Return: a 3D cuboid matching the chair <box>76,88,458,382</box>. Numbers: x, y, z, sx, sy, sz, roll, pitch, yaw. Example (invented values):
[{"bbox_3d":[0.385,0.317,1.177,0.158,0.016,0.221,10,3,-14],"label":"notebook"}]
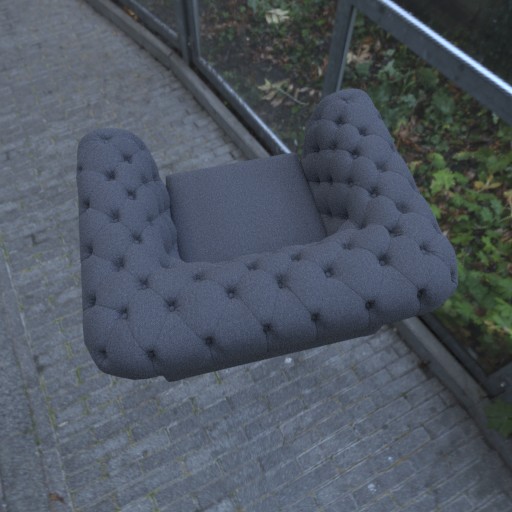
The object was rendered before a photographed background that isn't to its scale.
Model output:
[{"bbox_3d":[0.000,0.000,1.844,1.270,0.770,0.976,-12,59,-7],"label":"chair"}]
